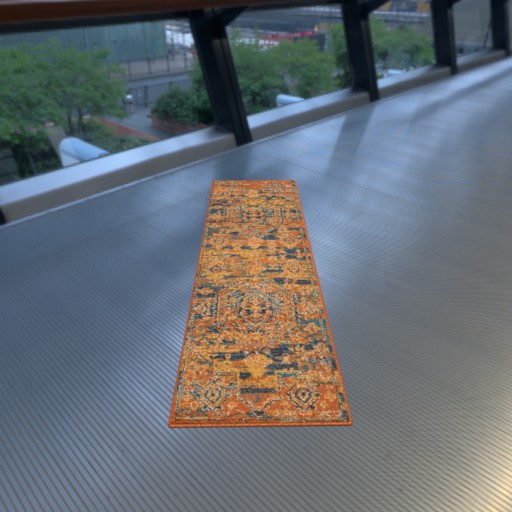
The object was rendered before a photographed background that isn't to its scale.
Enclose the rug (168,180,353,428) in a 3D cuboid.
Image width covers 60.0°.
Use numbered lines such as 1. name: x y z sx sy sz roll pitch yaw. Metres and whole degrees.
1. rug: 0.000 0.000 2.518 0.651 0.016 2.274 0 32 -1
